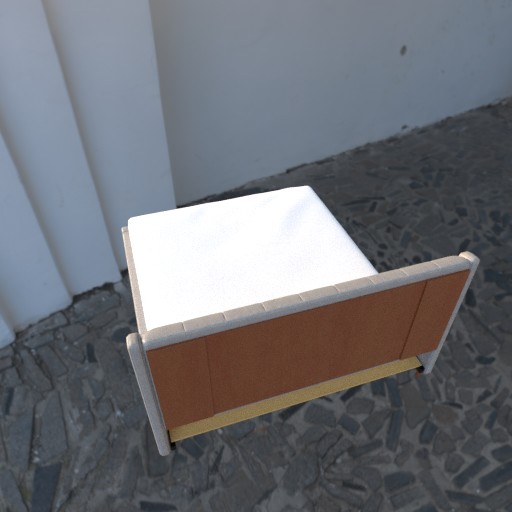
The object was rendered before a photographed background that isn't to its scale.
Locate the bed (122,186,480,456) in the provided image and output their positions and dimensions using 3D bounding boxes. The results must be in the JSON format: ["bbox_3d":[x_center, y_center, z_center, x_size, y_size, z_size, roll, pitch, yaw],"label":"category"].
[{"bbox_3d":[0.000,0.000,3.615,2.062,1.289,2.342,-12,42,-14],"label":"bed"}]
